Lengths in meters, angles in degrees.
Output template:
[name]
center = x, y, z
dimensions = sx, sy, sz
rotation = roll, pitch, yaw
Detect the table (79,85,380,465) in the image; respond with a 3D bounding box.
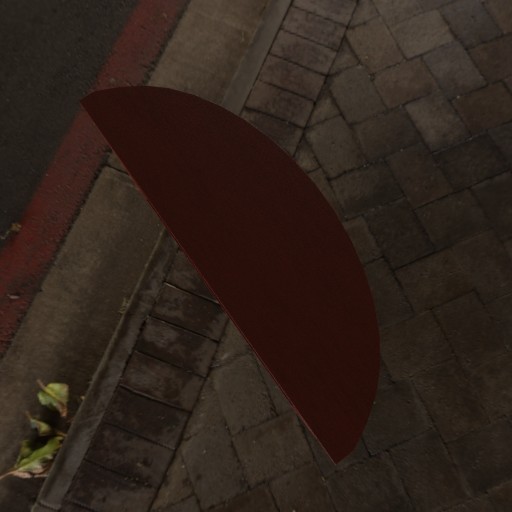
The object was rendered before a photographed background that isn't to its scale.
[table]
center = 0.000, 0.000, 1.591
dimensions = 0.405, 0.779, 1.219
rotation = -35, 79, -8
